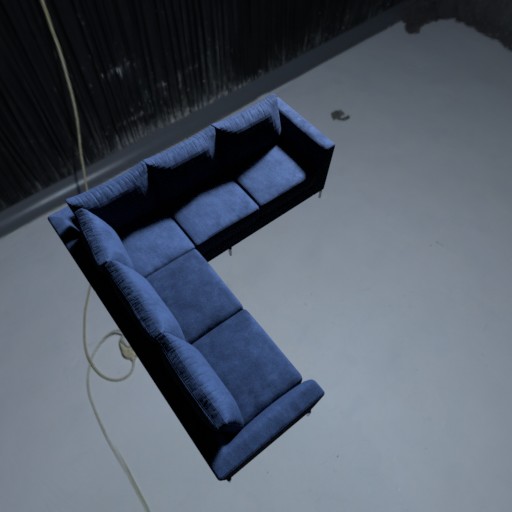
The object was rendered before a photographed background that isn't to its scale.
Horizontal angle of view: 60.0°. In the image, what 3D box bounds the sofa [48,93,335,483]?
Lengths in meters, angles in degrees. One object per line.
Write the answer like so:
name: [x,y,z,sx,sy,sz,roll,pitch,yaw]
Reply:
sofa: [0.000,0.000,3.747,2.463,0.988,2.472,-33,64,-19]
